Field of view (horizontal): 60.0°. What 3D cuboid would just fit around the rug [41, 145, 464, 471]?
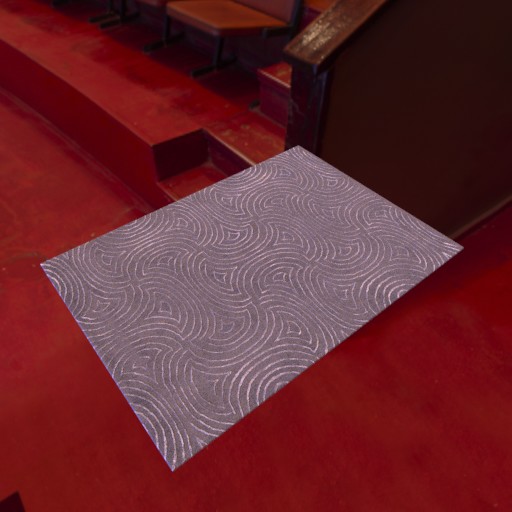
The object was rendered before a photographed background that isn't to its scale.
[{"bbox_3d":[0.000,0.000,2.760,2.144,0.015,1.543,-30,53,-26],"label":"rug"}]
